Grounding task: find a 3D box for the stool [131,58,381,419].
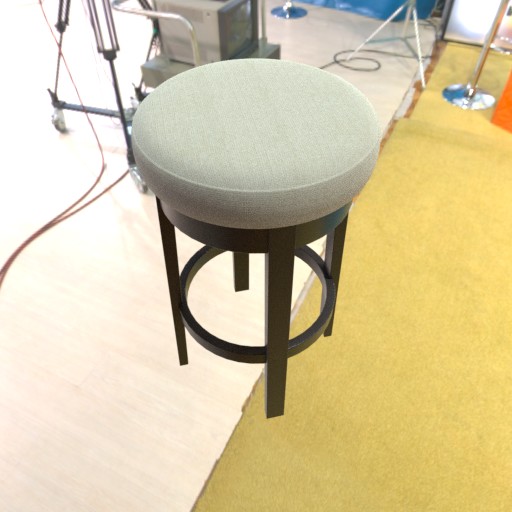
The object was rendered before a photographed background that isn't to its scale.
[{"bbox_3d":[0.000,0.000,1.014,0.446,0.758,0.446,0,47,0],"label":"stool"}]
